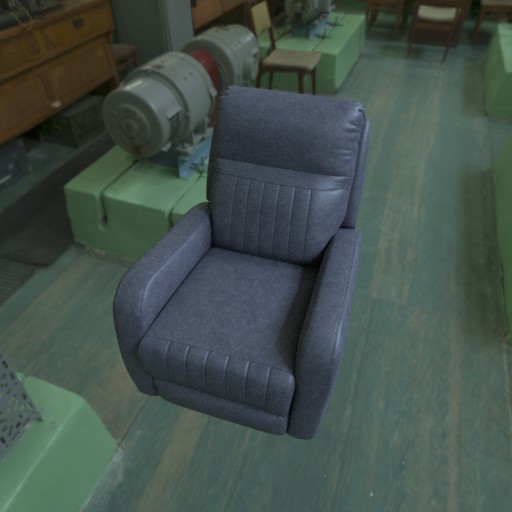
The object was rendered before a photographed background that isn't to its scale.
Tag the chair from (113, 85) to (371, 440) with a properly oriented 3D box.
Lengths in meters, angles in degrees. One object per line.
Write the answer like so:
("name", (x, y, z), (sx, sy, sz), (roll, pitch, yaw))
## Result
("chair", (0.000, 0.000, 1.851), (0.865, 1.067, 1.067), (12, 42, 14))
